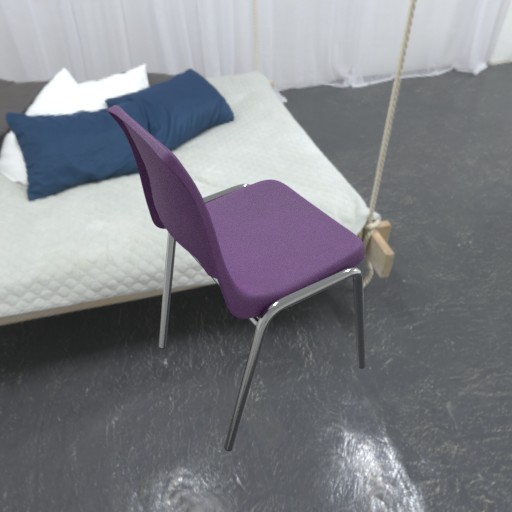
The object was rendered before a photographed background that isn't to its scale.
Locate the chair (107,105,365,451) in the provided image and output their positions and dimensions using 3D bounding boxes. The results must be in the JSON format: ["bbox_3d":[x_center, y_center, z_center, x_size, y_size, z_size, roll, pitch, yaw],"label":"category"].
[{"bbox_3d":[0.000,0.000,0.940,0.432,0.704,0.381,-24,47,-25],"label":"chair"}]
